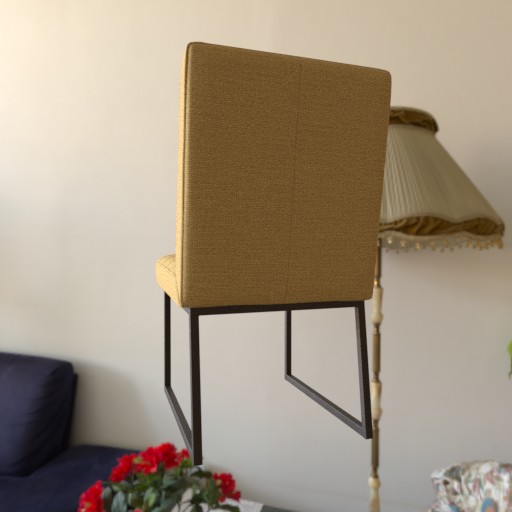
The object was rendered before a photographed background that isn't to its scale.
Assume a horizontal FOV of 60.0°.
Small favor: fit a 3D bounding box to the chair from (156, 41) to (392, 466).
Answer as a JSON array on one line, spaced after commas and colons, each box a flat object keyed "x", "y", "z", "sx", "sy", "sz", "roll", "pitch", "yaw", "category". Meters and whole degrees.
[{"x": 0.000, "y": 0.000, "z": 1.297, "sx": 0.520, "sy": 0.930, "sz": 0.634, "roll": 0, "pitch": 1, "yaw": -18, "category": "chair"}]
